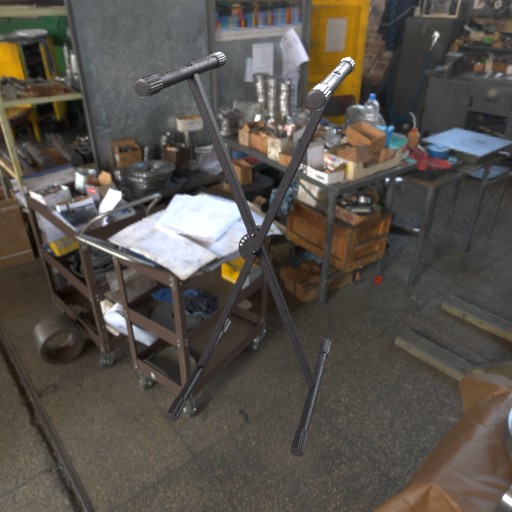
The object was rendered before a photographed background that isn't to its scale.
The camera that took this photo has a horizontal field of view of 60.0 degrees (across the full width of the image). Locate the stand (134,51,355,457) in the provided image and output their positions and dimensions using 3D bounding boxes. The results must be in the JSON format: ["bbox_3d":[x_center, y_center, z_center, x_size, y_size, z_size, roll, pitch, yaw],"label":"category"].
[{"bbox_3d":[0.000,0.000,1.181,0.409,0.940,0.449,9,33,15],"label":"stand"}]
